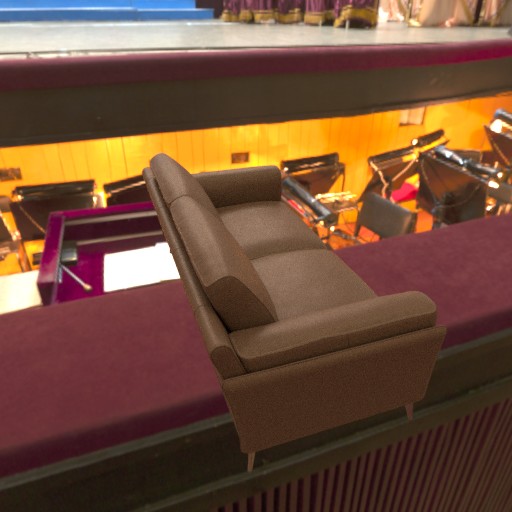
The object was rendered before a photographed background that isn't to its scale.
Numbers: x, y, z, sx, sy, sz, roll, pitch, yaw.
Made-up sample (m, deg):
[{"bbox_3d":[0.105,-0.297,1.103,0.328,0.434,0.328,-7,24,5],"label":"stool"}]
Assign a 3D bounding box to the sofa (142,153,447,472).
[{"bbox_3d":[0.000,0.000,2.658,1.049,0.930,2.101,-10,32,-16],"label":"sofa"}]
